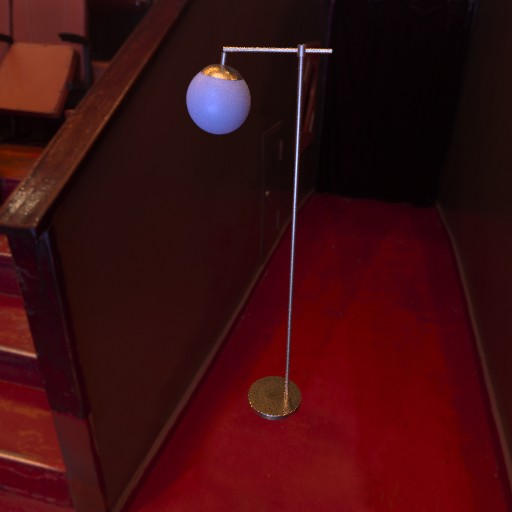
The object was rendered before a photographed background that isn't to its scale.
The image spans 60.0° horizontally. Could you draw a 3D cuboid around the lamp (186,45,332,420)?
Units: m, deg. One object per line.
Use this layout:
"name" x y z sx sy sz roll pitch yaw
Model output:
"lamp" 0.000 0.000 1.744 0.476 1.505 0.249 7 29 13
